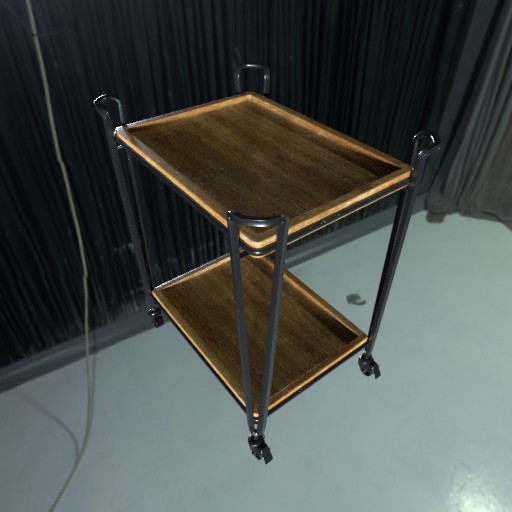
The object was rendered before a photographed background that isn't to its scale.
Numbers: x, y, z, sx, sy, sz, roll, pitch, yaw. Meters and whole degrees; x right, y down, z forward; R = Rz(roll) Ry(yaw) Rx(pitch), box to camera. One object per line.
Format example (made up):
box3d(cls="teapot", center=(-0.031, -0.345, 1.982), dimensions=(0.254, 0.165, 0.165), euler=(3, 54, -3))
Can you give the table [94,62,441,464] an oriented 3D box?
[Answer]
box3d(cls="table", center=(0.000, 0.000, 1.219), dimensions=(0.505, 0.785, 0.672), euler=(-26, 47, -28))
